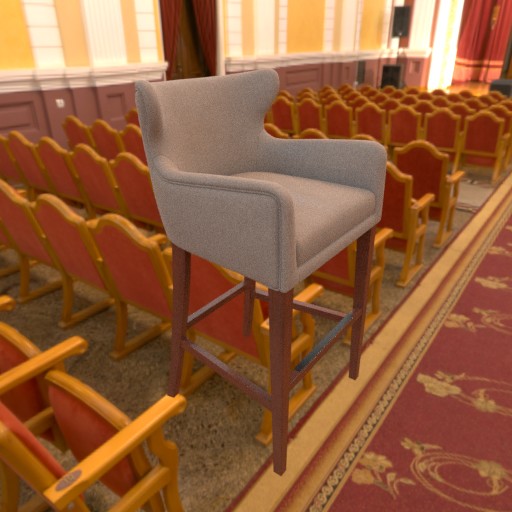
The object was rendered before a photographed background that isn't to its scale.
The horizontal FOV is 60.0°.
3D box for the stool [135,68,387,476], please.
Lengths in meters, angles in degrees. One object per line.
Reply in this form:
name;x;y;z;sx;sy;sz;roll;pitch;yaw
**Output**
stool;0.000;0.000;1.386;0.575;1.047;0.575;18;32;32
